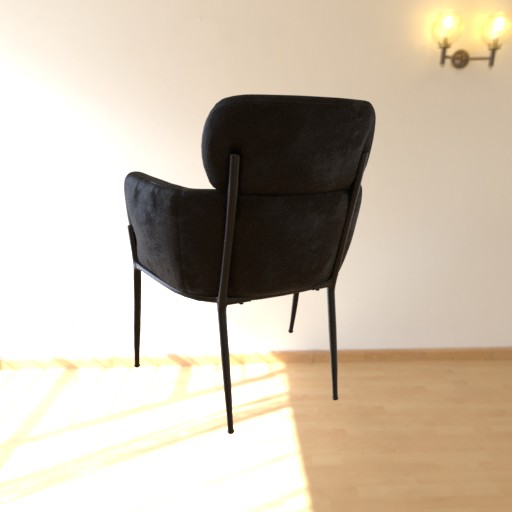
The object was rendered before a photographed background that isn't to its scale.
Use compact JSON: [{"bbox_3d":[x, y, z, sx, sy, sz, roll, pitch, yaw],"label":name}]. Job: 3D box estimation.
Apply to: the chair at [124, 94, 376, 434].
[{"bbox_3d":[0.000,0.000,1.271,0.640,0.818,0.604,-7,16,-27],"label":"chair"}]
